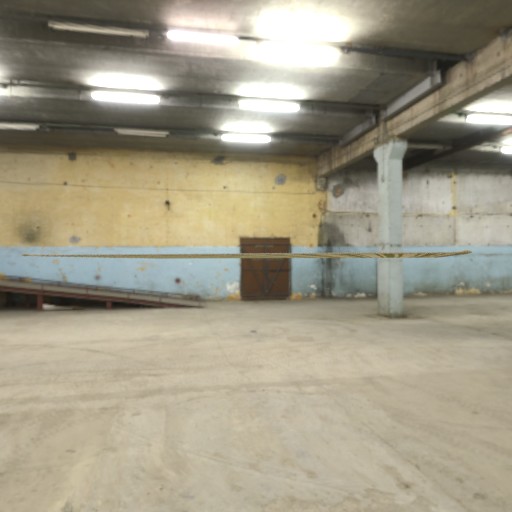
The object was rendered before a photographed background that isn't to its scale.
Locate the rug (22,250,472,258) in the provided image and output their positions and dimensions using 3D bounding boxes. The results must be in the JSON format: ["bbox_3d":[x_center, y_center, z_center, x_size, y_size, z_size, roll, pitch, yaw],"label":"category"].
[{"bbox_3d":[0.000,0.000,2.978,2.435,0.018,1.540,0,-1,17],"label":"rug"}]
